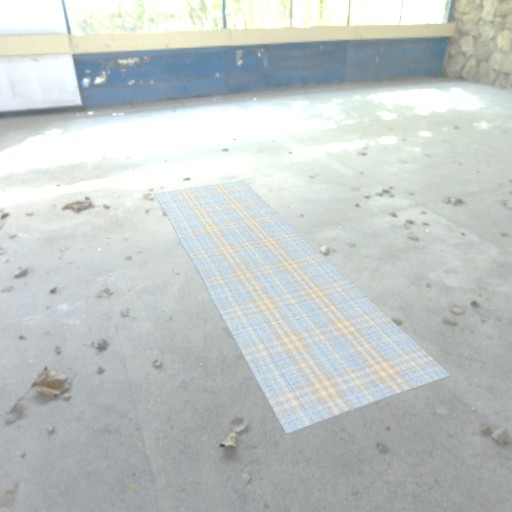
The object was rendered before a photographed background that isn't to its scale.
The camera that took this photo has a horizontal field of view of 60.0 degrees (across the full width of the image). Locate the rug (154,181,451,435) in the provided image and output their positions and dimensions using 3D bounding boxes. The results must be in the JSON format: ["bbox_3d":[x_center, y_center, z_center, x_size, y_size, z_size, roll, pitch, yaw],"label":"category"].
[{"bbox_3d":[0.000,0.000,2.695,0.762,0.013,2.439,-12,32,-19],"label":"rug"}]
